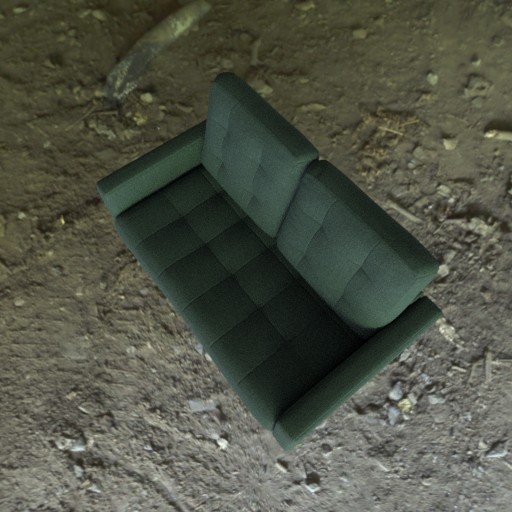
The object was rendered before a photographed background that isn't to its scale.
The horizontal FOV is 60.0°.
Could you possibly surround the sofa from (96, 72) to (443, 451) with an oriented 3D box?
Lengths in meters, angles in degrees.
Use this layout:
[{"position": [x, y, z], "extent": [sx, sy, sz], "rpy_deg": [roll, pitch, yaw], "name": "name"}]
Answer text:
[{"position": [0.000, 0.000, 1.977], "extent": [0.842, 0.907, 1.407], "rpy_deg": [-35, 68, -16], "name": "sofa"}]
